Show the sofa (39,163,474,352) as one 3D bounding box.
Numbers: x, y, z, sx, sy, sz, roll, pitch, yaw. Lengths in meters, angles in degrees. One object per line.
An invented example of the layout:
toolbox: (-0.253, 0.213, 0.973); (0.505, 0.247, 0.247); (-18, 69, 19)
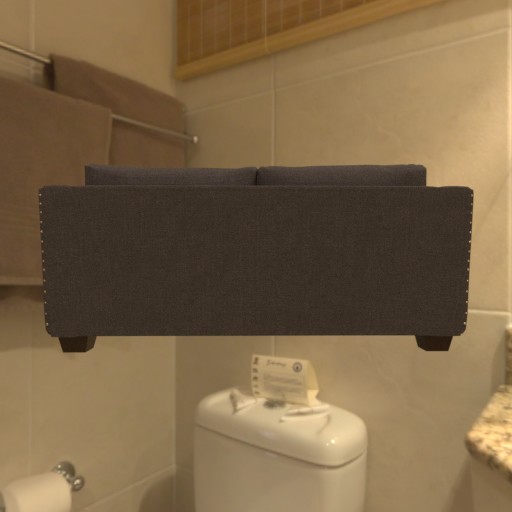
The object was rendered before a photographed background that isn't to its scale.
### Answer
sofa: (0.000, 0.000, 3.248); (2.550, 1.196, 1.336); (0, 0, -1)
